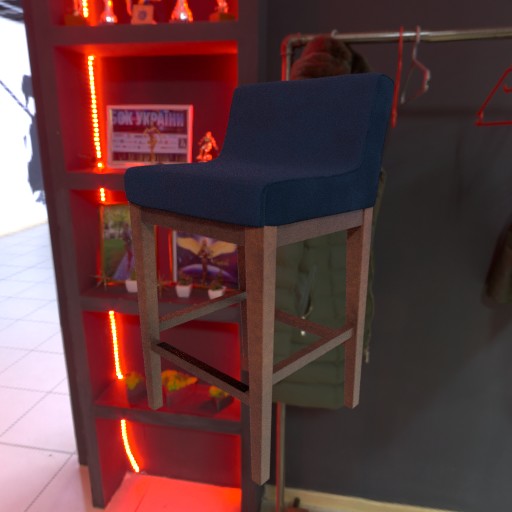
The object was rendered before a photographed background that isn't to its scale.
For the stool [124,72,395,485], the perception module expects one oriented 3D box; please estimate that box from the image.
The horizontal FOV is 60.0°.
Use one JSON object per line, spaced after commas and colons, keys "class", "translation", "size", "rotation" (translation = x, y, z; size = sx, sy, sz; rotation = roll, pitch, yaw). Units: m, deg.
{"class": "stool", "translation": [0.000, 0.000, 1.228], "size": [0.511, 0.945, 0.516], "rotation": [14, 21, 41]}
